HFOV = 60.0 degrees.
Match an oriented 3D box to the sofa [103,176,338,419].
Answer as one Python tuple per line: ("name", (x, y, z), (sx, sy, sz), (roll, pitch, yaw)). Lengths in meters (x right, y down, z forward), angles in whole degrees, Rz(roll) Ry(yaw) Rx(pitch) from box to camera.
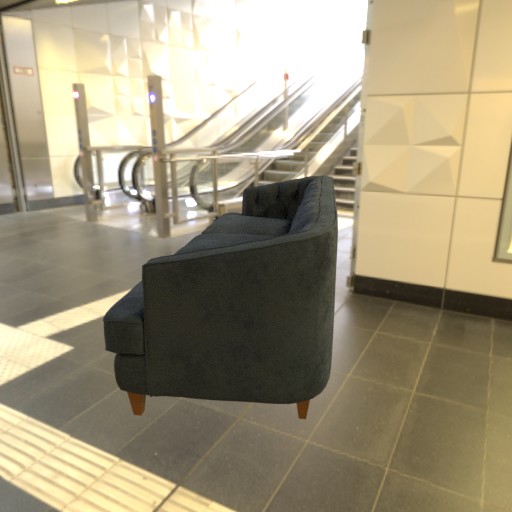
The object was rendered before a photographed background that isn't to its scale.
("sofa", (0.000, 0.000, 2.760), (0.941, 0.855, 2.278), (2, 16, 8))
